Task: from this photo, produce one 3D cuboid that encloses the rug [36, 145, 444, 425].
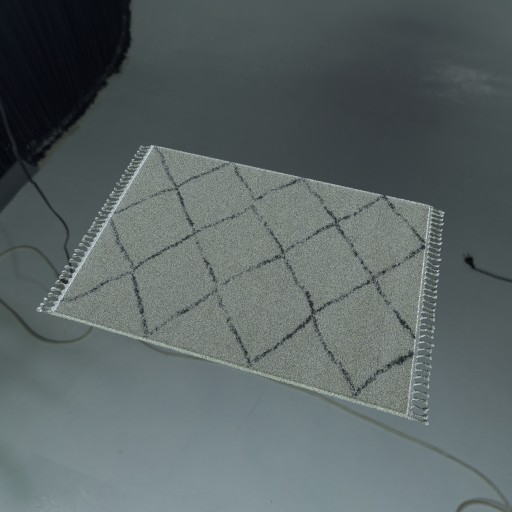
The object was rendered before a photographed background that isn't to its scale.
[{"bbox_3d":[0.000,0.000,2.862,2.307,0.031,1.494,14,58,9],"label":"rug"}]
